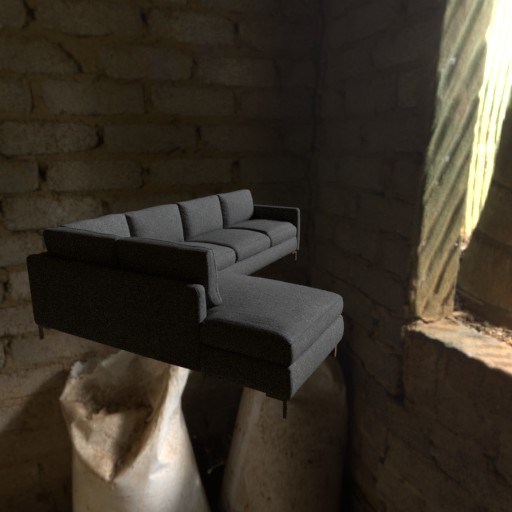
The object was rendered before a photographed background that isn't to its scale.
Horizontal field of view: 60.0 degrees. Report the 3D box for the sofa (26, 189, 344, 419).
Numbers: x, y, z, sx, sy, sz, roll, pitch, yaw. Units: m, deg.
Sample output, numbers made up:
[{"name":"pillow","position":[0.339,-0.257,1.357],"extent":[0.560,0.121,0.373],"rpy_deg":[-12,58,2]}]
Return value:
[{"name":"sofa","position":[0.000,0.000,3.817],"extent":[2.007,0.815,2.949],"rpy_deg":[8,17,28]}]
